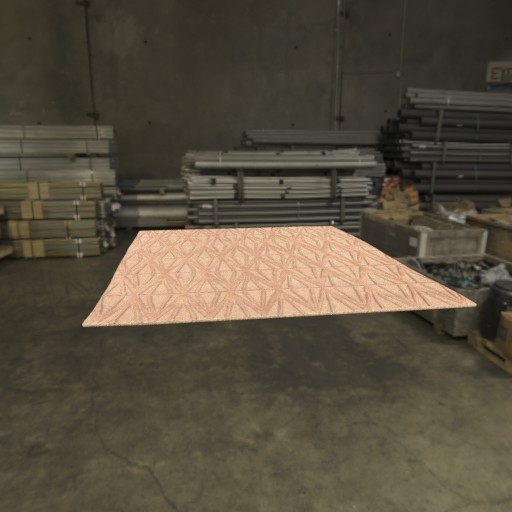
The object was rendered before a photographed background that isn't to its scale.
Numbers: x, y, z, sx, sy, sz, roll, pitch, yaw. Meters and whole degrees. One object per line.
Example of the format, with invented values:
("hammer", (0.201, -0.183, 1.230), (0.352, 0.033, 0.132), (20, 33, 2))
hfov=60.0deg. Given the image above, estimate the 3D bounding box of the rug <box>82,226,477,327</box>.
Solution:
("rug", (0.000, 0.000, 4.138), (2.453, 0.043, 3.052), (-2, 14, -8))
